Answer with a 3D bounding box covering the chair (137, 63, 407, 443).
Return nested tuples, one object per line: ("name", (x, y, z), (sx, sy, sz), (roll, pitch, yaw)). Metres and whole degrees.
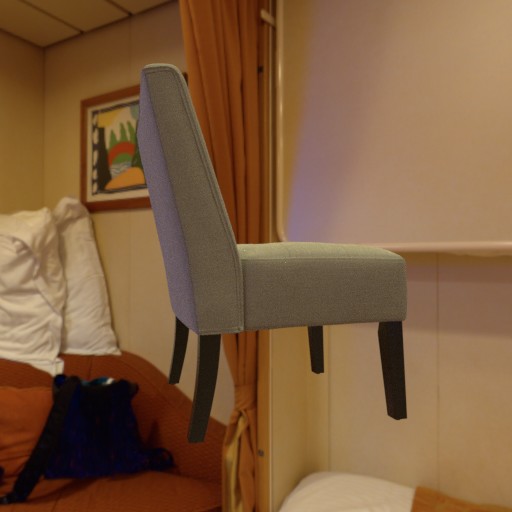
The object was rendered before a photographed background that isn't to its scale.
("chair", (0.000, 0.000, 1.310), (0.676, 0.853, 0.569), (0, -1, -16))
